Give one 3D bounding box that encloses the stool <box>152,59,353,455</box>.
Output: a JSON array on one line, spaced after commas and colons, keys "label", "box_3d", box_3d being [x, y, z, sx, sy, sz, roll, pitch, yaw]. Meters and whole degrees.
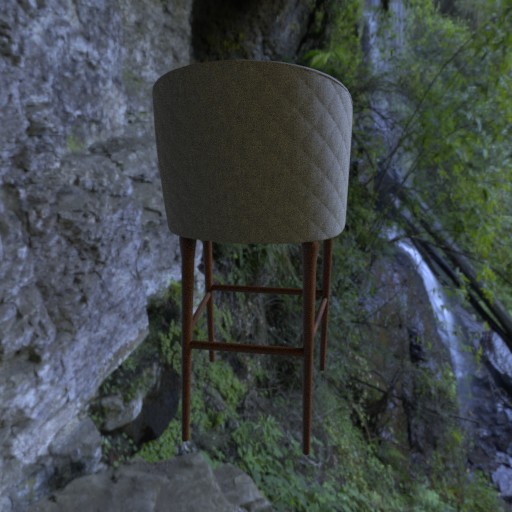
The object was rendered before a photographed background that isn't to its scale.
[{"label": "stool", "box_3d": [0.000, 0.000, 1.417, 0.559, 1.078, 0.607, 2, 16, 9]}]
